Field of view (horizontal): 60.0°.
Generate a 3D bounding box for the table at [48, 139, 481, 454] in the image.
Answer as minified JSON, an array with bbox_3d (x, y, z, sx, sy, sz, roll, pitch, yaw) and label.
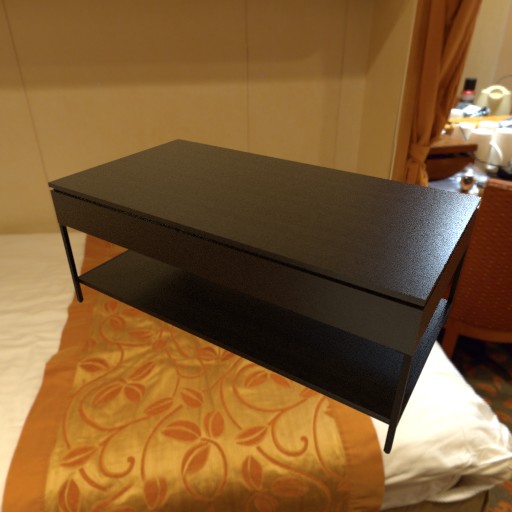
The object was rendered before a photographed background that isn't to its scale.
[{"bbox_3d":[0.000,0.000,1.367,1.095,0.435,0.574,18,34,28],"label":"table"}]
